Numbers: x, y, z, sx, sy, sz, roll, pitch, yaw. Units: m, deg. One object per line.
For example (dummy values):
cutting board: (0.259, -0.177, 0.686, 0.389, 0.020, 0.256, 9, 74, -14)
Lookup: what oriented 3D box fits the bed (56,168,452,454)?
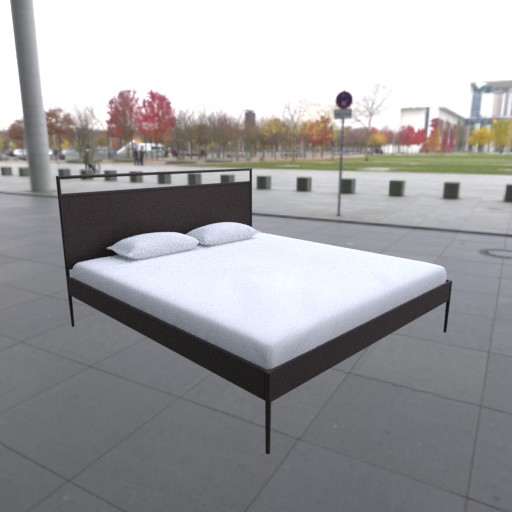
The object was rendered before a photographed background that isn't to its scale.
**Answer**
bed: (0.000, 0.000, 3.314, 1.993, 1.173, 2.151, -13, 19, -43)
